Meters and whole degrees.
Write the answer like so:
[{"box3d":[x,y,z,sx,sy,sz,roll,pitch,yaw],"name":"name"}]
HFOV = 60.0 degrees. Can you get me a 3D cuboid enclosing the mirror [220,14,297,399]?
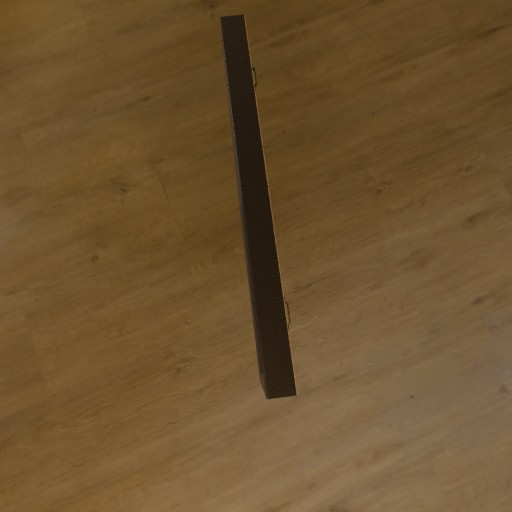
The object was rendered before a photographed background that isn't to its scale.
[{"box3d":[0.000,0.000,0.893,0.039,0.710,0.507,-7,76,-2],"name":"mirror"}]
